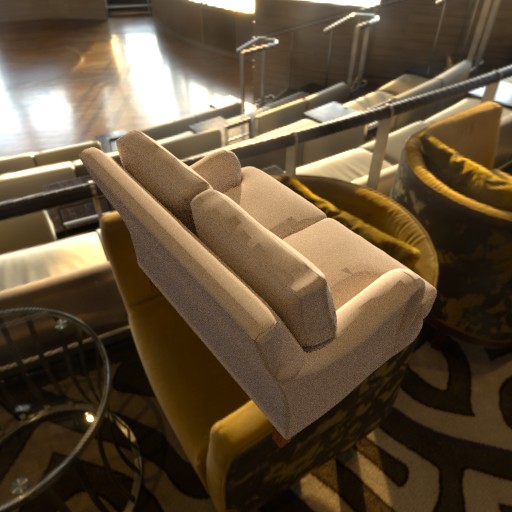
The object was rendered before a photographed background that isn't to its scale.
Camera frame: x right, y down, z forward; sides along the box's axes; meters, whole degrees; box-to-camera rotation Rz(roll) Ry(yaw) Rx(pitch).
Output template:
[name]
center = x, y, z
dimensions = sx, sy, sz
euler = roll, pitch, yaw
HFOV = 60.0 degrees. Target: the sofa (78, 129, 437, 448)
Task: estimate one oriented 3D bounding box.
[sofa]
center = 0.000, 0.000, 2.264
dimensions = 1.087, 1.048, 1.508
euler = -27, 48, -27
